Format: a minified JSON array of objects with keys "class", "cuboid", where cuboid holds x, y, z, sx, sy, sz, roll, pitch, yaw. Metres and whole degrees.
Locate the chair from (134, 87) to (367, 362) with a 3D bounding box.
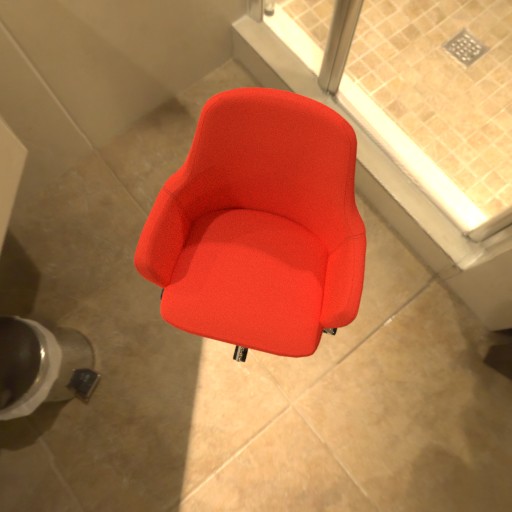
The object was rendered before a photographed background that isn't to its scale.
[{"class":"chair","cuboid":[0.000,0.000,1.300,0.655,0.820,0.600,14,75,4]}]
